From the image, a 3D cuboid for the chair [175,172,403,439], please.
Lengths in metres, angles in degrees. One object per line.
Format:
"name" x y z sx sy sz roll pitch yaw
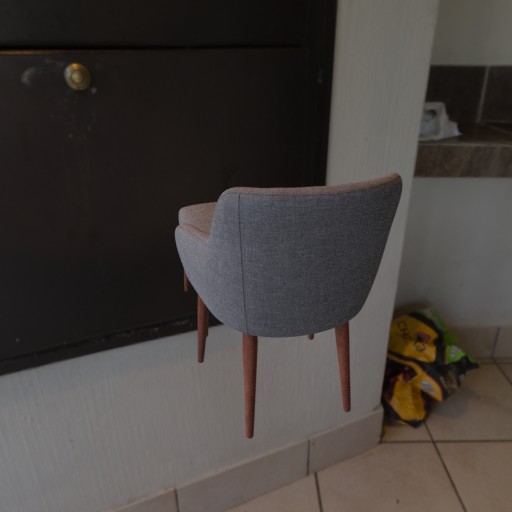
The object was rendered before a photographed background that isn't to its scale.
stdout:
"chair" 0.000 0.000 1.604 0.584 0.799 1.107 -8 26 -17
